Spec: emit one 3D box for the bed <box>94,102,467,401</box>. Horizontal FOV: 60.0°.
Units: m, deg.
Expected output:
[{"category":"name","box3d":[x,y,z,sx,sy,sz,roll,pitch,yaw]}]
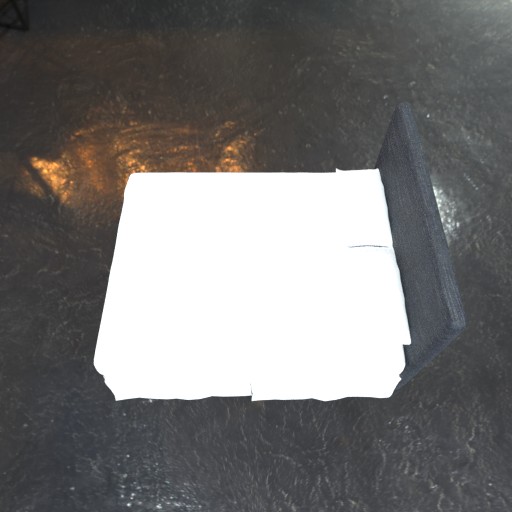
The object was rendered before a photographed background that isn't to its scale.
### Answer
[{"category":"bed","box3d":[0.000,0.000,3.150,2.142,1.330,1.723,0,59,0]}]
